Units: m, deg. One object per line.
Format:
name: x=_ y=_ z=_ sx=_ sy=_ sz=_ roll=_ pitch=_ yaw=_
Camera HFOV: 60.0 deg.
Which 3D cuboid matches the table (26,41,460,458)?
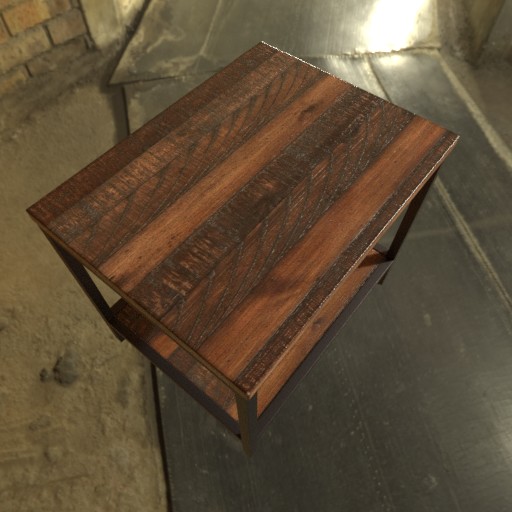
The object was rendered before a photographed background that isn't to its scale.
table: x=0.000 y=0.000 z=1.110 sx=0.524 sy=0.612 sz=0.678 roll=35 pitch=64 yaw=20
